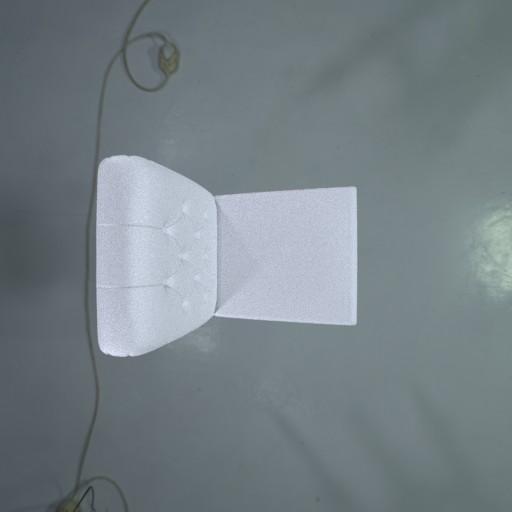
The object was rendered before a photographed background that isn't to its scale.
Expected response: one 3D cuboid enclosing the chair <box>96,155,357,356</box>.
[{"bbox_3d":[0.000,0.000,1.372,0.671,1.006,0.456,0,90,-1],"label":"chair"}]
